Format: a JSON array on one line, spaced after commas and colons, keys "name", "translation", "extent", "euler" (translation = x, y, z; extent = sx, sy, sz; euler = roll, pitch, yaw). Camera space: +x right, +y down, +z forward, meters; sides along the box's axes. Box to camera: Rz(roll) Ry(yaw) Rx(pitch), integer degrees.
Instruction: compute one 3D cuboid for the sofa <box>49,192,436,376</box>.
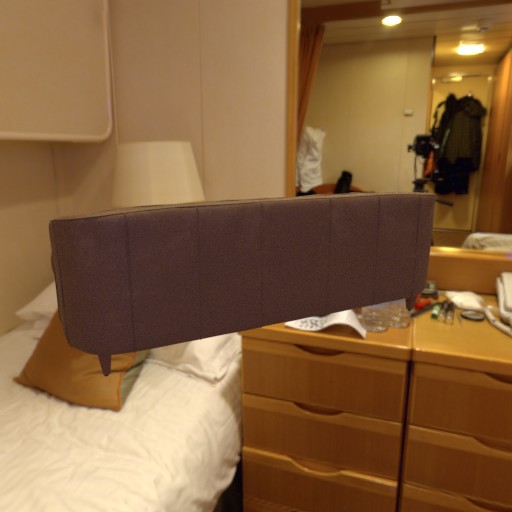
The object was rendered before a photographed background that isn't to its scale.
[{"name": "sofa", "translation": [0.000, 0.000, 2.674], "extent": [2.227, 0.787, 0.927], "euler": [-7, 15, -26]}]
